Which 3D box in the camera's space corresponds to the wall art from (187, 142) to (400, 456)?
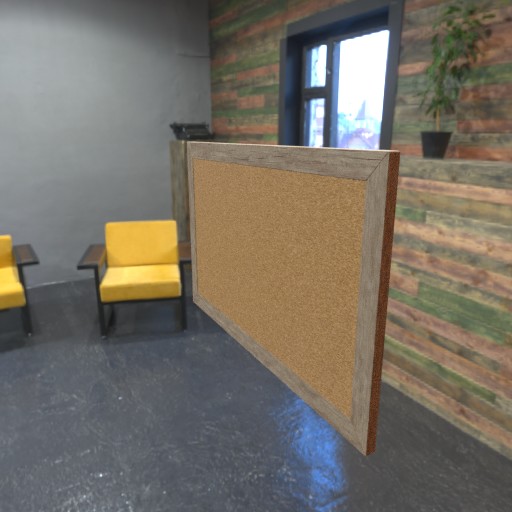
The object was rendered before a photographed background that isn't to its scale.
[{"bbox_3d":[0.000,0.000,0.986,0.021,0.480,0.780,-8,17,-27],"label":"wall art"}]
